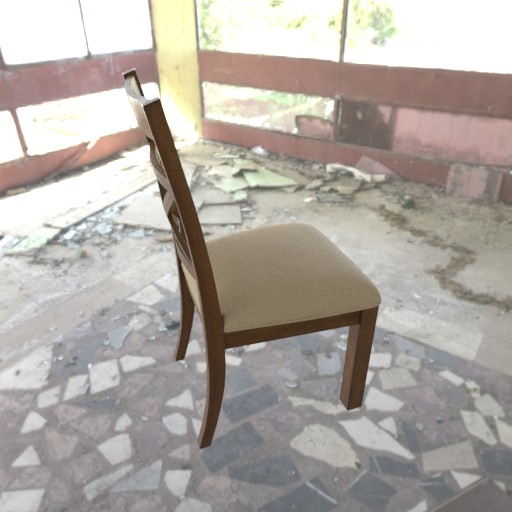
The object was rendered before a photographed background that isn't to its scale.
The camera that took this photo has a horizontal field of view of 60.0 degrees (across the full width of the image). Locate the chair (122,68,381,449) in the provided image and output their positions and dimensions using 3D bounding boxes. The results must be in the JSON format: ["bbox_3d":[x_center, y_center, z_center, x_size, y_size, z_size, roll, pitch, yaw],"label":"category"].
[{"bbox_3d":[0.000,0.000,1.242,0.581,0.949,0.461,-10,32,-17],"label":"chair"}]
